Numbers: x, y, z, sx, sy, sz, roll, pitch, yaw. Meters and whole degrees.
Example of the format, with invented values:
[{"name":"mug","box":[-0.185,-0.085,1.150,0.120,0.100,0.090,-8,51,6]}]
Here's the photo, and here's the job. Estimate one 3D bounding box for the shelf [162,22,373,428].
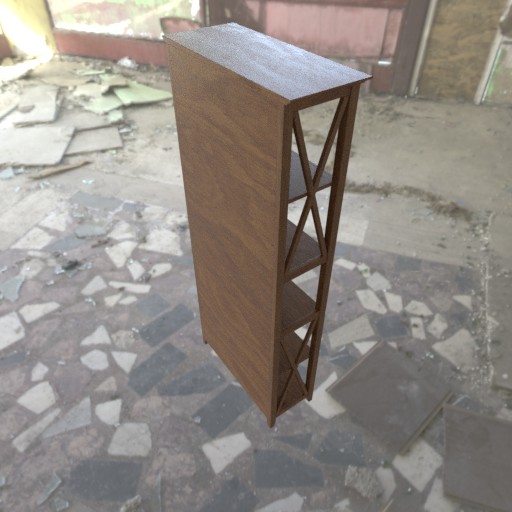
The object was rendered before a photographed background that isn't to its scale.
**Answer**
[{"name":"shelf","box":[0.000,0.000,2.197,0.335,1.905,0.805,-25,47,-26]}]
